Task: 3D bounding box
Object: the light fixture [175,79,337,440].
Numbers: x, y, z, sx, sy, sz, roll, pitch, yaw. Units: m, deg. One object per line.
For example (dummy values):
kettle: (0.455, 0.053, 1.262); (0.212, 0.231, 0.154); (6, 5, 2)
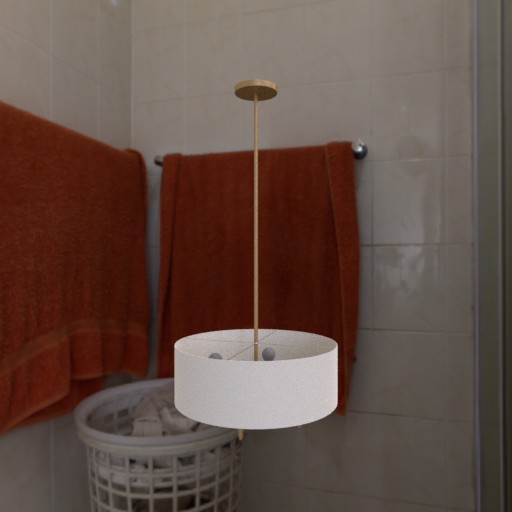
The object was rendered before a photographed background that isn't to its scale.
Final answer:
light fixture: (0.000, 0.000, 1.405); (0.508, 1.067, 0.508); (0, 0, 0)
